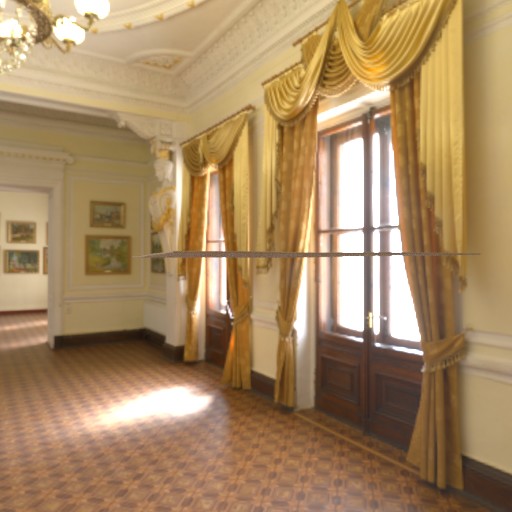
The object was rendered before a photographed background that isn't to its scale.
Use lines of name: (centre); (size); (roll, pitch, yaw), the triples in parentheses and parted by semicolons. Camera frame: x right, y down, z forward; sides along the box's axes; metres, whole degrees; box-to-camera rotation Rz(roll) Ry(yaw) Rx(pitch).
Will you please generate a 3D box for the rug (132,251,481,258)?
rug: (0.000, 0.000, 3.108); (1.527, 0.016, 2.442); (0, -1, -19)
